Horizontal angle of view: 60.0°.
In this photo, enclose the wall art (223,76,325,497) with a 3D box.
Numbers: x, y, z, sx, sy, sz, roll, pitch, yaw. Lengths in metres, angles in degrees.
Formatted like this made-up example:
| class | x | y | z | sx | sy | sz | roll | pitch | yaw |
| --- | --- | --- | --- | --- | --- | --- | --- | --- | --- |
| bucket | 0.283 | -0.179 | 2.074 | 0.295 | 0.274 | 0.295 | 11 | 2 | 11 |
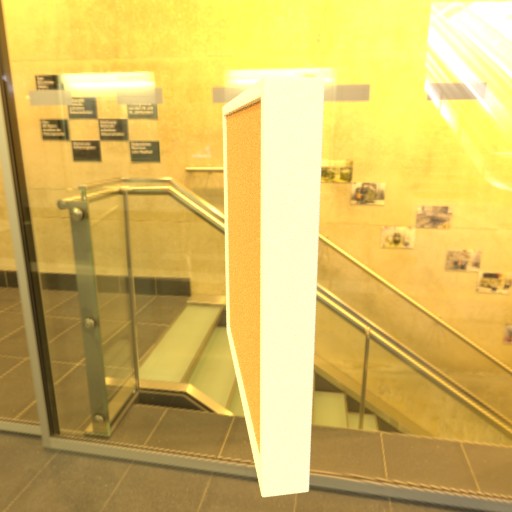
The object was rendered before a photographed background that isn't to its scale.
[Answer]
| class | x | y | z | sx | sy | sz | roll | pitch | yaw |
| --- | --- | --- | --- | --- | --- | --- | --- | --- | --- |
| wall art | 0.000 | 0.000 | 0.450 | 0.038 | 0.305 | 0.305 | -2 | 16 | -8 |
